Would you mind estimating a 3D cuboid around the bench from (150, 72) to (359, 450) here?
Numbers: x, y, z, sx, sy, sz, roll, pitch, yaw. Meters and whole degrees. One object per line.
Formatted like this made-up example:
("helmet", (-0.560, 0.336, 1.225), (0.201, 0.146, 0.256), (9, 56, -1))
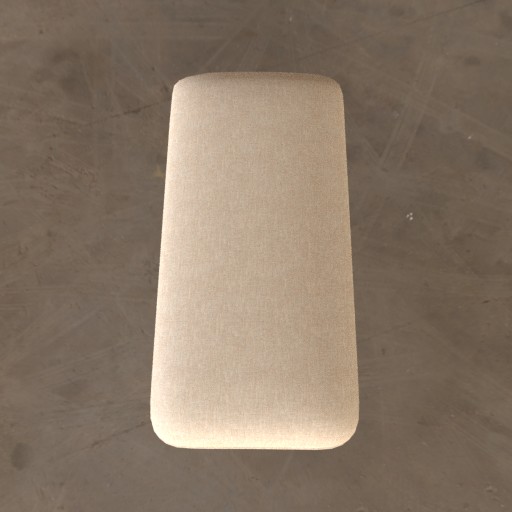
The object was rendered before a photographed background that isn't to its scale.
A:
("bench", (0.000, 0.000, 1.277), (0.483, 0.483, 0.991), (0, 74, 0))
